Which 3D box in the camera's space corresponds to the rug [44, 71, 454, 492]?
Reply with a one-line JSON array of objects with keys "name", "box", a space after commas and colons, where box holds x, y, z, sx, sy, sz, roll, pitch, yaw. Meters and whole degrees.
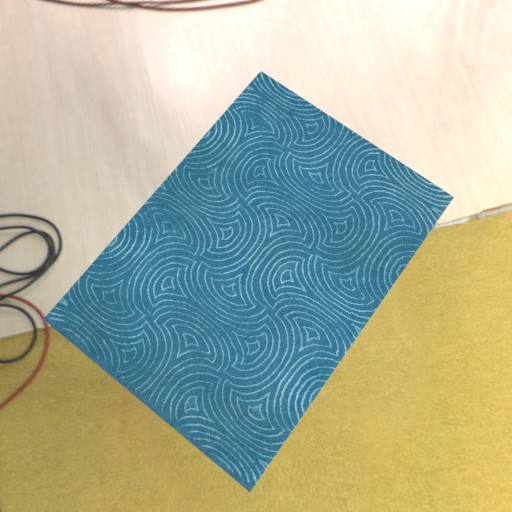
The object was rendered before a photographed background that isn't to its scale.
[{"name": "rug", "box": [0.000, 0.000, 2.729, 1.543, 0.015, 2.144, 36, 78, 9]}]
